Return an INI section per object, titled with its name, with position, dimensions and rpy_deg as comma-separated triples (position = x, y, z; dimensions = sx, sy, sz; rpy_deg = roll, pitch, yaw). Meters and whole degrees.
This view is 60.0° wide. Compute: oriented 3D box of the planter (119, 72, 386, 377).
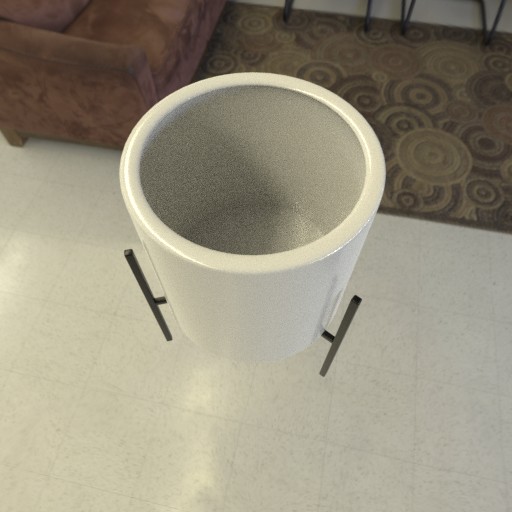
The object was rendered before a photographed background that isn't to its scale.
[planter]
position = 0.000, 0.000, 0.522
dimensions = 0.239, 0.356, 0.239
rpy_deg = 13, 60, 8
